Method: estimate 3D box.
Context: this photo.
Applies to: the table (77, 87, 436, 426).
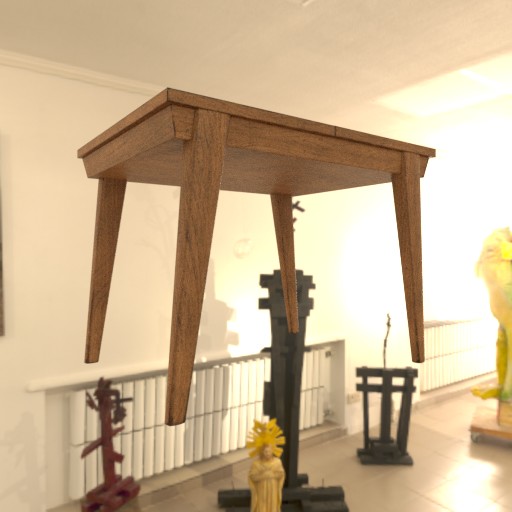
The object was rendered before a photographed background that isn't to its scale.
[{"bbox_3d":[0.000,0.000,1.584,1.027,0.760,0.757,-1,1,-36],"label":"table"}]
